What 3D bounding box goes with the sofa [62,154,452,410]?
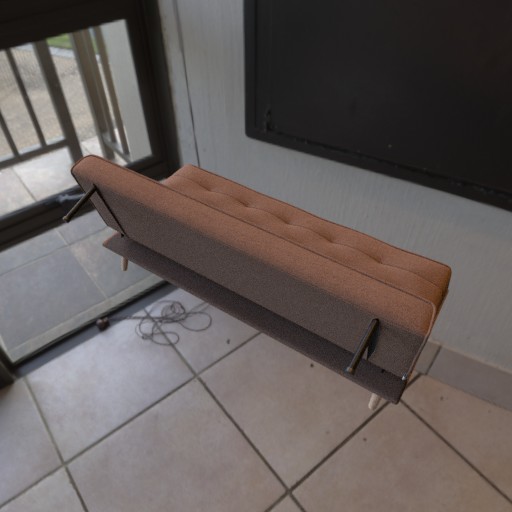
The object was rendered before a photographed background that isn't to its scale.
[{"bbox_3d":[0.000,0.000,2.295,1.820,0.810,1.038,25,51,22],"label":"sofa"}]
